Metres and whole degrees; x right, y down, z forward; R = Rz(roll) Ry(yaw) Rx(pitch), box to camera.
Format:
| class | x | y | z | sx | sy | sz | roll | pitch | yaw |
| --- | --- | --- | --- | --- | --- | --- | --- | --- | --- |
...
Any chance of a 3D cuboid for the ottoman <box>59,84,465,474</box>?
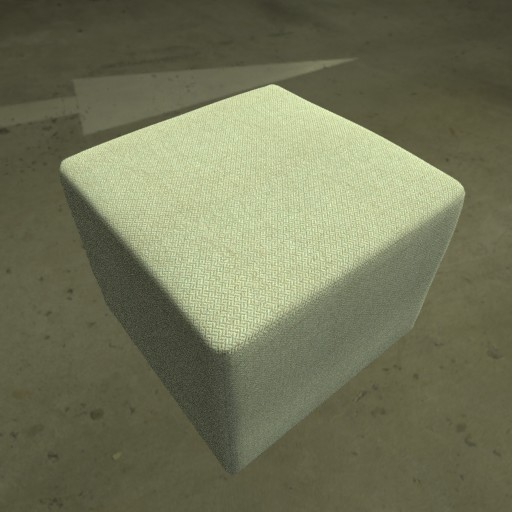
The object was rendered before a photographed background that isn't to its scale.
| class | x | y | z | sx | sy | sz | roll | pitch | yaw |
| --- | --- | --- | --- | --- | --- | --- | --- | --- | --- |
| ottoman | 0.000 | 0.000 | 0.885 | 0.521 | 0.453 | 0.512 | -30 | 52 | -26 |
